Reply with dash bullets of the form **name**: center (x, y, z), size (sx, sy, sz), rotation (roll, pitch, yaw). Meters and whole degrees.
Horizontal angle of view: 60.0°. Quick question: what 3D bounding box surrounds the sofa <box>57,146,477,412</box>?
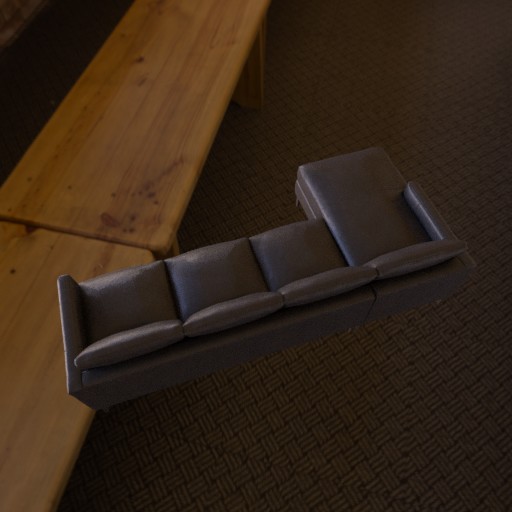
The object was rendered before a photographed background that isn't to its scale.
- **sofa**: center (0.000, 0.000, 3.585), size (2.993, 0.859, 1.471), rotation (-16, 59, -10)
